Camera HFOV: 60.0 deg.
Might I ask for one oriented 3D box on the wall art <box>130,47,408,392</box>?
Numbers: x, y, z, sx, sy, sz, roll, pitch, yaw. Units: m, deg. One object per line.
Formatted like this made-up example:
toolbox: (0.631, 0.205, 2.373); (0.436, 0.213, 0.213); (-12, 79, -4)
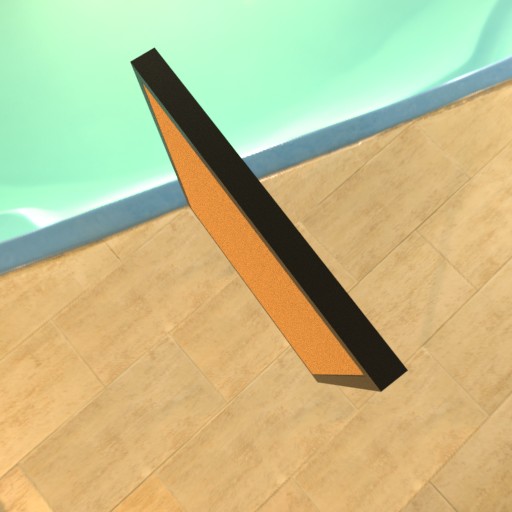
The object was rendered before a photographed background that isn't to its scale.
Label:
wall art: (0.000, 0.000, 0.770); (0.038, 0.506, 0.506); (-35, 78, -9)
